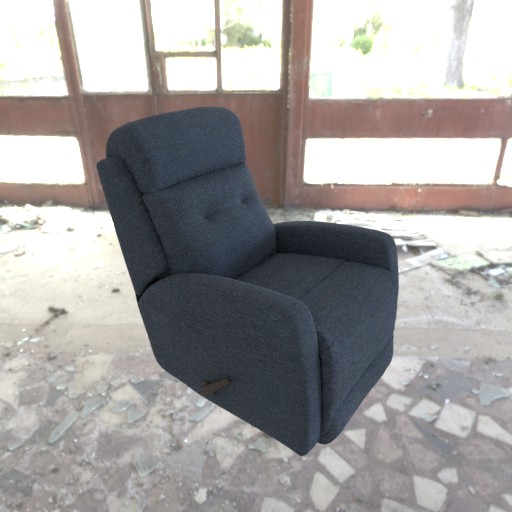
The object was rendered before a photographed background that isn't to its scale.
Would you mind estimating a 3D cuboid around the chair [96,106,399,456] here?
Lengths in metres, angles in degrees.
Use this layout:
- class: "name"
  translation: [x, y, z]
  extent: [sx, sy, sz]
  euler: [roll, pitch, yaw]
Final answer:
- class: "chair"
  translation: [0.000, 0.000, 1.735]
  extent: [1.043, 1.013, 0.798]
  euler: [19, 33, 33]
